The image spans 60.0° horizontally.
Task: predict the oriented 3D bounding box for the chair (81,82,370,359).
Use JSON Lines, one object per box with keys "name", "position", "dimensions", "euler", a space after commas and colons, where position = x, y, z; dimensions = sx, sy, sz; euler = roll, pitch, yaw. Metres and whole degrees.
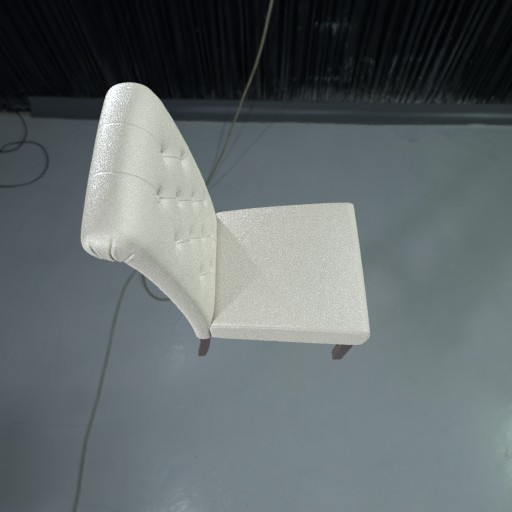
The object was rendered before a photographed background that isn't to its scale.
{"name": "chair", "position": [0.000, 0.000, 1.327], "dimensions": [0.671, 1.006, 0.456], "euler": [-1, 64, 0]}
